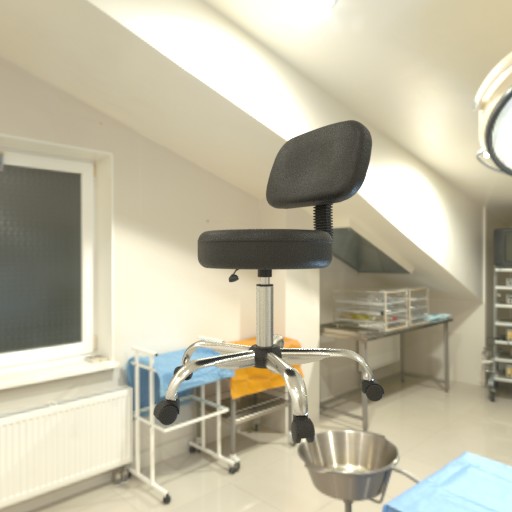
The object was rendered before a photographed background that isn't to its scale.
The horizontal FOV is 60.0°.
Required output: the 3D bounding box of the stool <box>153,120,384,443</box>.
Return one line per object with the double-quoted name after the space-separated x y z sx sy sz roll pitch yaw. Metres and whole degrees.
0.000 0.000 1.328 0.648 0.862 0.673 0 0 -38 "stool"
